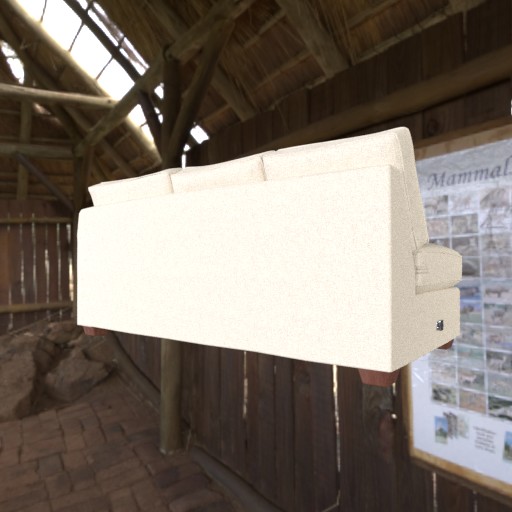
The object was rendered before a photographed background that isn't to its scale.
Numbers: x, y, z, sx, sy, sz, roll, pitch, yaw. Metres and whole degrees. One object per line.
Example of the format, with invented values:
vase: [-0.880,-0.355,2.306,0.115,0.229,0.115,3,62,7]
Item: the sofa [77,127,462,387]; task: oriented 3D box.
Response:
sofa: [0.000,0.000,2.485,1.963,0.946,1.034,-1,-1,37]
